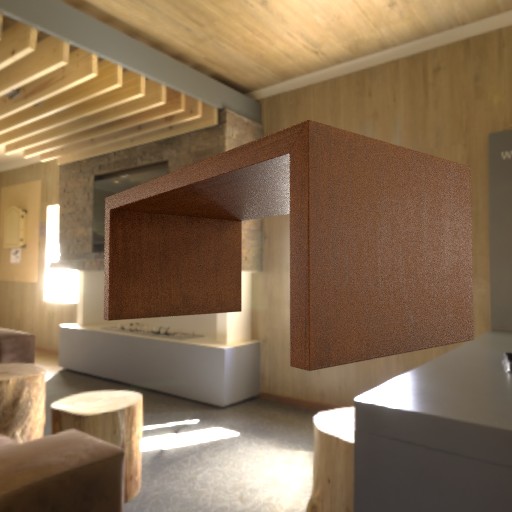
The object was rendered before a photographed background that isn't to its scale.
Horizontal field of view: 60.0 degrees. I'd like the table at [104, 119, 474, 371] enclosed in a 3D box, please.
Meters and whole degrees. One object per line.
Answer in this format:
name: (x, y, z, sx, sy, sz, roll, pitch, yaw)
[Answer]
table: (0.000, 0.000, 1.298, 0.549, 0.419, 1.000, 2, -3, -38)
